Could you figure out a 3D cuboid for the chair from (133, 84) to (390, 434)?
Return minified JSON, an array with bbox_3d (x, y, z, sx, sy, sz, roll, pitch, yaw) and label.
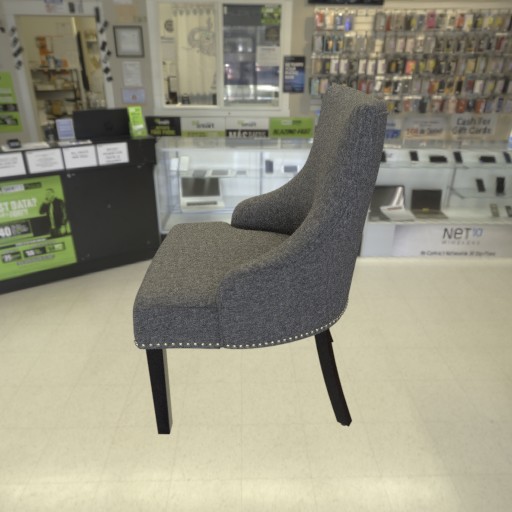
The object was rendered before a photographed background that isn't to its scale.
[{"bbox_3d":[0.000,0.000,1.299,0.629,0.909,0.566,0,25,1],"label":"chair"}]
